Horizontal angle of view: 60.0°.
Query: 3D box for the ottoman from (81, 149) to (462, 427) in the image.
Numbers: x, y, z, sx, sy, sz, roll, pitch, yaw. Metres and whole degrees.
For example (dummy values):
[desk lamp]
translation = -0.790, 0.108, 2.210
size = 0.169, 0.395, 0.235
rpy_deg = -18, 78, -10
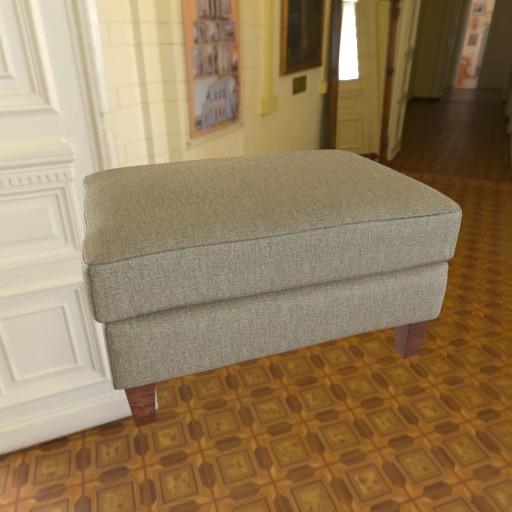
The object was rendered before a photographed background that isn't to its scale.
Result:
[ottoman]
translation = 0.000, 0.000, 1.250
size = 0.873, 0.494, 0.639
rpy_deg = -9, 28, -17
